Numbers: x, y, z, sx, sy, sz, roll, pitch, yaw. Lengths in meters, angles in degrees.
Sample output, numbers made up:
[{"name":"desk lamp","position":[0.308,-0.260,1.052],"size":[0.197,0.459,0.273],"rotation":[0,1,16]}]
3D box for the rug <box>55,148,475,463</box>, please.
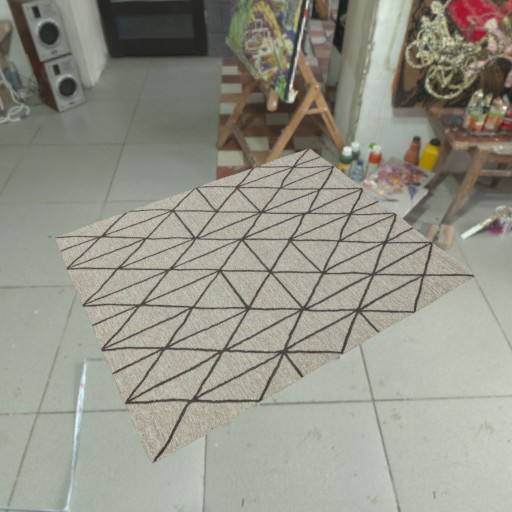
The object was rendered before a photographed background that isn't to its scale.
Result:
[{"name":"rug","position":[0.000,0.000,4.075],"size":[3.061,0.022,2.468],"rotation":[-24,50,-22]}]
